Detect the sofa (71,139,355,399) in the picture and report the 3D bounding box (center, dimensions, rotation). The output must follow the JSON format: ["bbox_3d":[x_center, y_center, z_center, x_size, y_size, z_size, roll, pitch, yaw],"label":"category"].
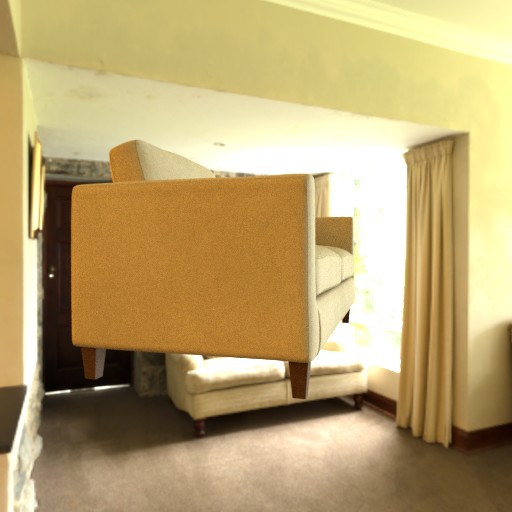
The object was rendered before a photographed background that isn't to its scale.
[{"bbox_3d":[0.000,0.000,2.404,0.950,0.940,1.846,0,0,17],"label":"sofa"}]
